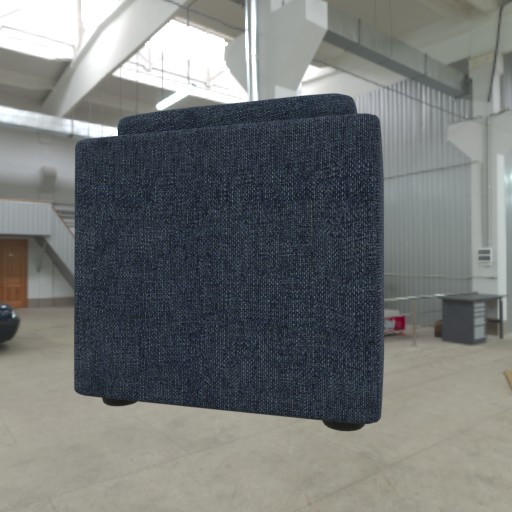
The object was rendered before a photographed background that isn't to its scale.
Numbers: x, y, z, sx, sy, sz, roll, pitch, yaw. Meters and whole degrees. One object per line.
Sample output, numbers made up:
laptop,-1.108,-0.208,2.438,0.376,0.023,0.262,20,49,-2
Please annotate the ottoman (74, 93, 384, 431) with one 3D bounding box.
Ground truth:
ottoman,0.000,0.000,0.814,0.450,0.460,0.450,0,-1,17
